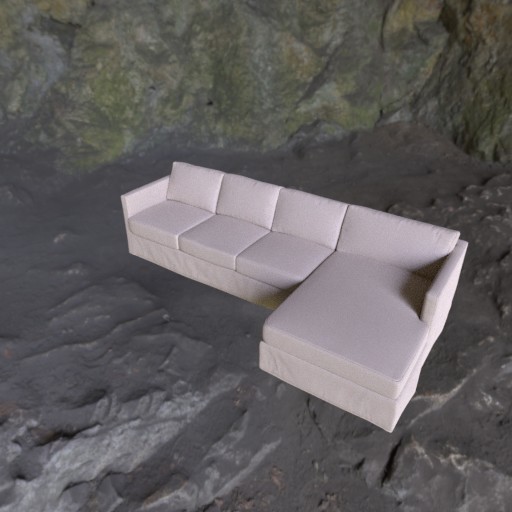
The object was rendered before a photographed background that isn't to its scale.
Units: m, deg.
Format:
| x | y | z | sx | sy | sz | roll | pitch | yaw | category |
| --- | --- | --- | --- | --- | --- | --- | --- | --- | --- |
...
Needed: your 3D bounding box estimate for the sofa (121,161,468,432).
| x | y | z | sx | sy | sz | roll | pitch | yaw | category |
| --- | --- | --- | --- | --- | --- | --- | --- | --- | --- |
| 0.000 | 0.000 | 3.955 | 3.206 | 0.871 | 1.622 | 19 | 35 | 29 | sofa |
